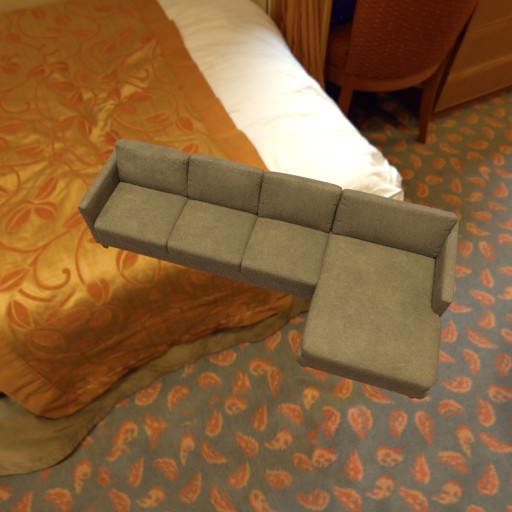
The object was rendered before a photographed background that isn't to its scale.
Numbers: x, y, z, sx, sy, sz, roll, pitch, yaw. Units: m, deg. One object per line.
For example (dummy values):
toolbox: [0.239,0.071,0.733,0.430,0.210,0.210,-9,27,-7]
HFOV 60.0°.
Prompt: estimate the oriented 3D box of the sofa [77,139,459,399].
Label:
sofa: [0.000,0.000,4.149,3.471,0.950,1.604,14,58,9]
